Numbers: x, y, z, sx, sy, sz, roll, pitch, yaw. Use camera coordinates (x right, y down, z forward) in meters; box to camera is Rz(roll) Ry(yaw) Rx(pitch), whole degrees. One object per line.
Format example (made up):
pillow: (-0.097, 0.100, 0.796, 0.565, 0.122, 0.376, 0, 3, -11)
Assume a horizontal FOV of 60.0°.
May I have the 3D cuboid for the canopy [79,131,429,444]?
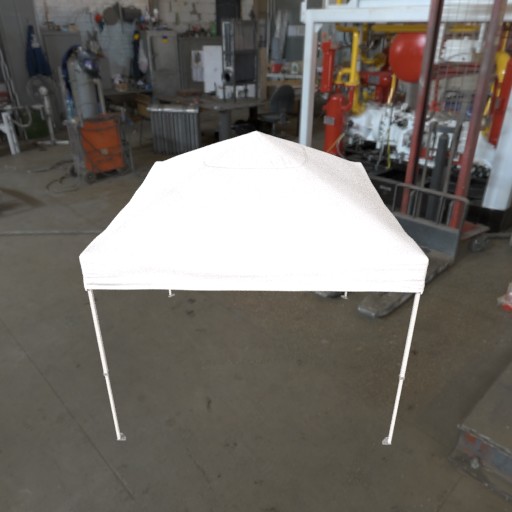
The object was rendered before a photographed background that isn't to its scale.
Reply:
canopy: (0.000, 0.000, 5.413, 2.998, 2.997, 2.996, 1, 27, 1)
